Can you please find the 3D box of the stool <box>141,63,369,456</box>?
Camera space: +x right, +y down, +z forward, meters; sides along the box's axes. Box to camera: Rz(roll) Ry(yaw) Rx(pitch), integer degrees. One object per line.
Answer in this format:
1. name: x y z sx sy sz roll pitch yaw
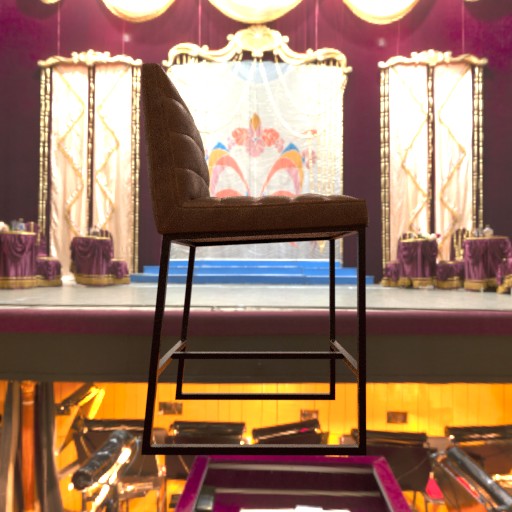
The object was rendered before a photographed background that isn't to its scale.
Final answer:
1. stool: 0.000 0.000 1.265 0.562 0.942 0.463 0 -1 0
